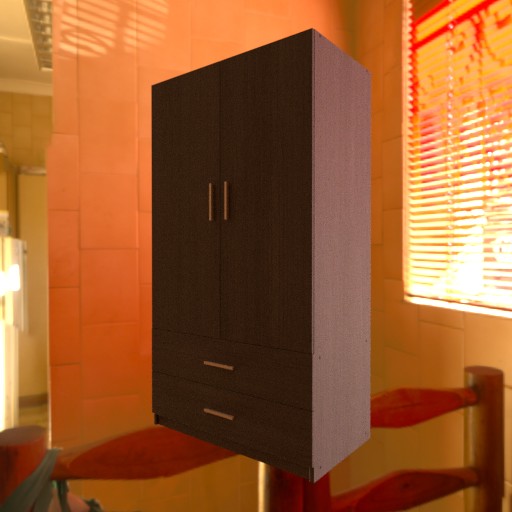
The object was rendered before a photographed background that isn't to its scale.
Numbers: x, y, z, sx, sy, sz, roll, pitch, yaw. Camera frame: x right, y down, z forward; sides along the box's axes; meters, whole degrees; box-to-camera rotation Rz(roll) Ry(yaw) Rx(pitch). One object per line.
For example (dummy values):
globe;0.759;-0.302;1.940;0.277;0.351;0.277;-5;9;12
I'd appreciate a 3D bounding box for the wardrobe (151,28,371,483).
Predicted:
wardrobe;0.000;0.000;2.270;0.991;1.808;0.577;0;1;38
